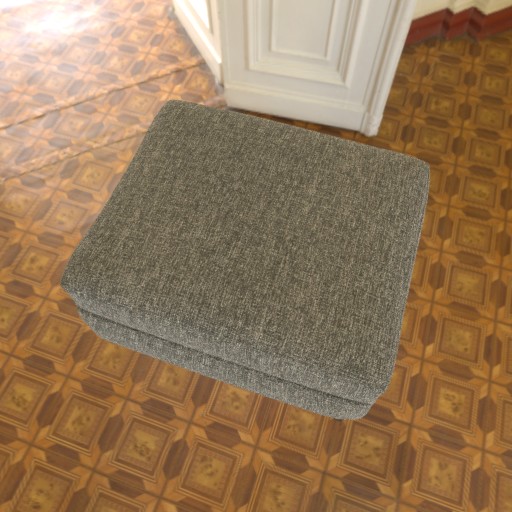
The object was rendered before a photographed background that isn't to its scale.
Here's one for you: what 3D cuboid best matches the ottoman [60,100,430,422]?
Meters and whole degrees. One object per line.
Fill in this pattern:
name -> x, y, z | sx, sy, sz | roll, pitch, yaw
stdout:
ottoman -> 0.000, 0.000, 1.243 | 0.828, 0.480, 0.683 | 17, 63, 9
